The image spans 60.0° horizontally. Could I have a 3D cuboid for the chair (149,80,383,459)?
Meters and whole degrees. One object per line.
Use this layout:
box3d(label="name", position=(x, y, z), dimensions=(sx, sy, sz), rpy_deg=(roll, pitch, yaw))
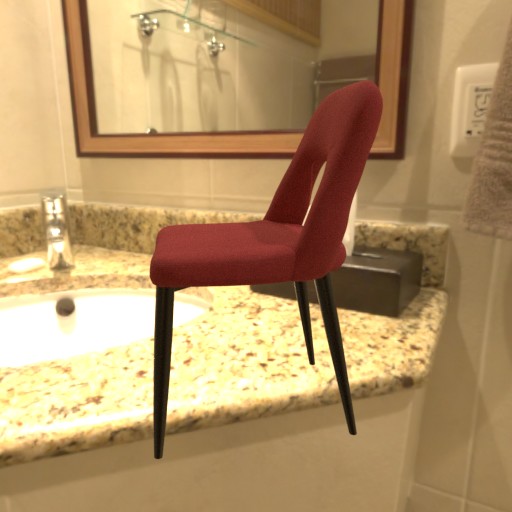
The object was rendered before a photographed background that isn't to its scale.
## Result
box3d(label="chair", position=(0.000, 0.000, 1.209), dimensions=(0.569, 0.892, 0.483), rpy_deg=(-2, 14, -9))
